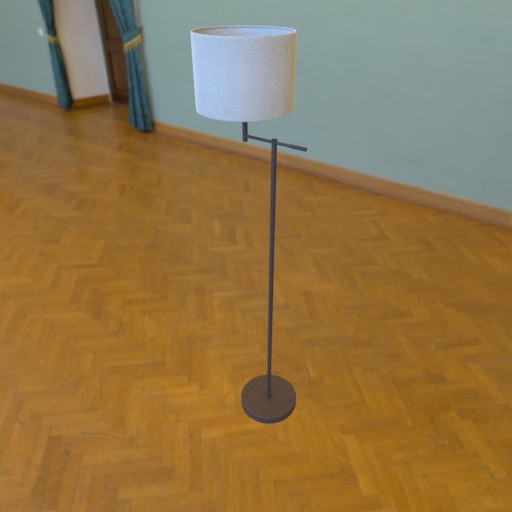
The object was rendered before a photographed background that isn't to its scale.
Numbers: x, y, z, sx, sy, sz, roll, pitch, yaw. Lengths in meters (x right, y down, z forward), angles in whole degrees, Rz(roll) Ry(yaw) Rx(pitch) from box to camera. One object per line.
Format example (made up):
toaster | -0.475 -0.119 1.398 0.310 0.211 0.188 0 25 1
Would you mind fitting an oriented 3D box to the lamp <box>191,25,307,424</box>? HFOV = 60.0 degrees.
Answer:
lamp | 0.000 0.000 1.761 0.416 1.600 0.324 21 38 30
